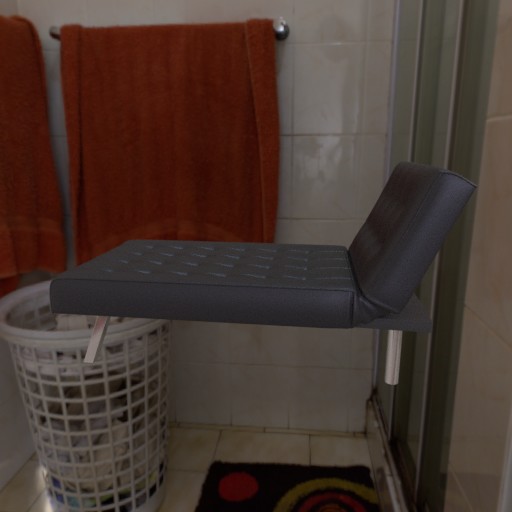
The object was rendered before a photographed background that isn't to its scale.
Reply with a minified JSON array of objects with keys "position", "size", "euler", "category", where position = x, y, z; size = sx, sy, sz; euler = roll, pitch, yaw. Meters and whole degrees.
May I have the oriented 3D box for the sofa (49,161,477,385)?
[{"position":[0.000,0.000,1.983],"size":[1.560,0.820,0.760],"euler":[2,14,8],"category":"sofa"}]
